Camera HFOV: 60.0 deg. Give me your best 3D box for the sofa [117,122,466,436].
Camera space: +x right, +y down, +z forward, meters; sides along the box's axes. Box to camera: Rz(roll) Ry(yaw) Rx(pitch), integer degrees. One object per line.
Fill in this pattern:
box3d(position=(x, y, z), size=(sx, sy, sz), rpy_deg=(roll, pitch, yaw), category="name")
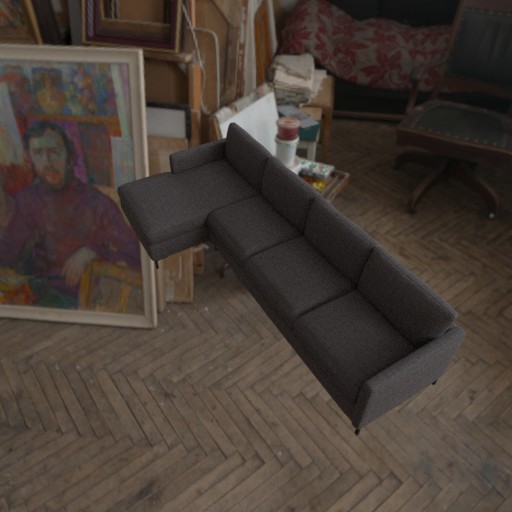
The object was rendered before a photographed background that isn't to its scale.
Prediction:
box3d(position=(0.000, 0.000, 3.274), size=(1.258, 0.754, 2.731), rpy_deg=(-23, 49, -22), category="sofa")
